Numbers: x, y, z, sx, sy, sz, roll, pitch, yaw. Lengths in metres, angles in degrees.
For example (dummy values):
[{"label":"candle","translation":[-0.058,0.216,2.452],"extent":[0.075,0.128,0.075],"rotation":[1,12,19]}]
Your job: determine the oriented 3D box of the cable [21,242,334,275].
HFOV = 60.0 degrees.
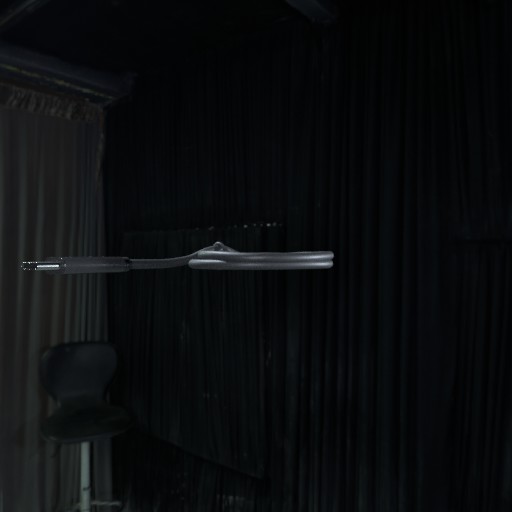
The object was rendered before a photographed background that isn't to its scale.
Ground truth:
[{"label":"cable","translation":[0.000,0.000,0.210],"extent":[0.070,0.014,0.186],"rotation":[0,0,36]}]
